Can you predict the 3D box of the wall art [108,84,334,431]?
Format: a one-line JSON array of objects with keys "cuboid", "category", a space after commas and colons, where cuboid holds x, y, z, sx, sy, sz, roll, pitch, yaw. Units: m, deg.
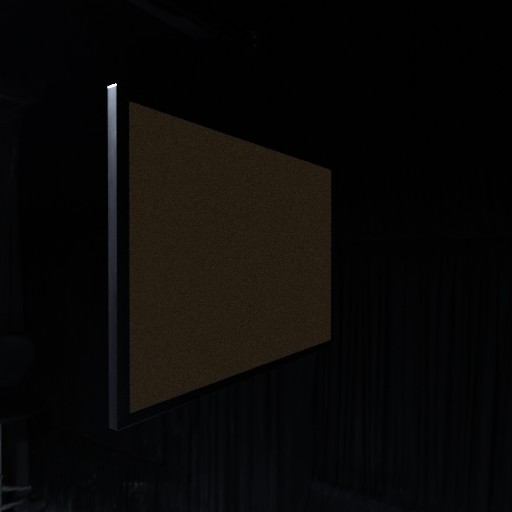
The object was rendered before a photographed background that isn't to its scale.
[{"cuboid": [0.000, 0.000, 0.574, 0.013, 0.306, 0.440, 0, 1, 35], "category": "wall art"}]
